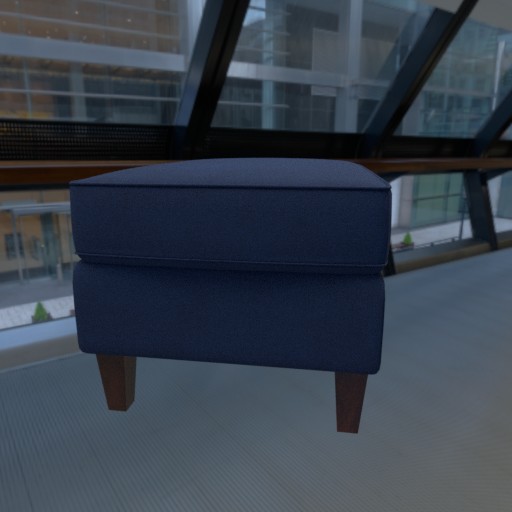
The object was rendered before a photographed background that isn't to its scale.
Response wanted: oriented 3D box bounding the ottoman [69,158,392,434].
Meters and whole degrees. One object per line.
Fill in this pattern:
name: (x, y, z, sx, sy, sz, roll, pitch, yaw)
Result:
ottoman: (0.000, 0.000, 1.378, 0.686, 0.584, 0.965, 2, 14, 9)
